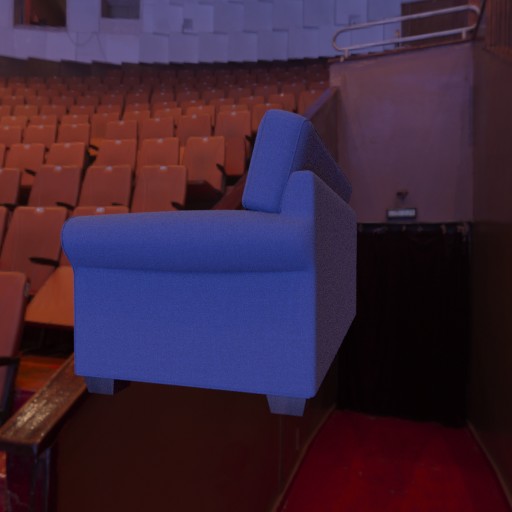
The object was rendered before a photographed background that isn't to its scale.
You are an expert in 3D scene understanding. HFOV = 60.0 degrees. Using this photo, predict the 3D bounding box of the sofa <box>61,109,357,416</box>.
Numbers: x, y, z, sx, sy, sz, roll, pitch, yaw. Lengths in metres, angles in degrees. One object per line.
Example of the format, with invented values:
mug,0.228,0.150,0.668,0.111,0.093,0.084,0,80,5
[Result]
sofa,0.000,0.000,2.402,0.940,1.020,1.930,0,1,17
